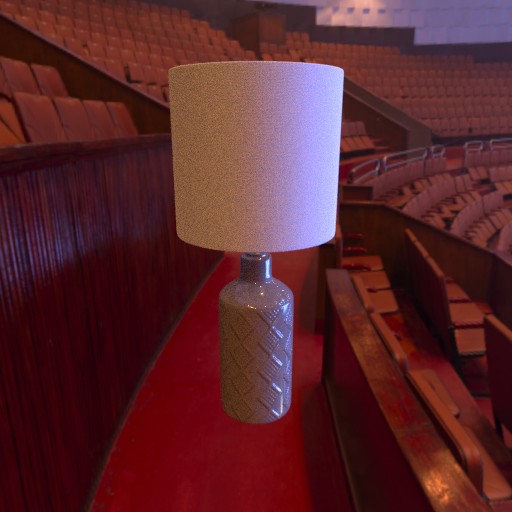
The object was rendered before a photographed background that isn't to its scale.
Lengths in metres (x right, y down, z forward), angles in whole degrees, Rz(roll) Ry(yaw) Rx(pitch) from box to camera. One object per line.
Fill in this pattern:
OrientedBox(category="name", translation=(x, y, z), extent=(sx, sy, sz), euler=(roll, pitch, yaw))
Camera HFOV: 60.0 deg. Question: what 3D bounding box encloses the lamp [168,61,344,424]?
OrientedBox(category="lamp", translation=(0.000, 0.000, 0.598), extent=(0.207, 0.461, 0.207), euler=(-3, 17, -9))
